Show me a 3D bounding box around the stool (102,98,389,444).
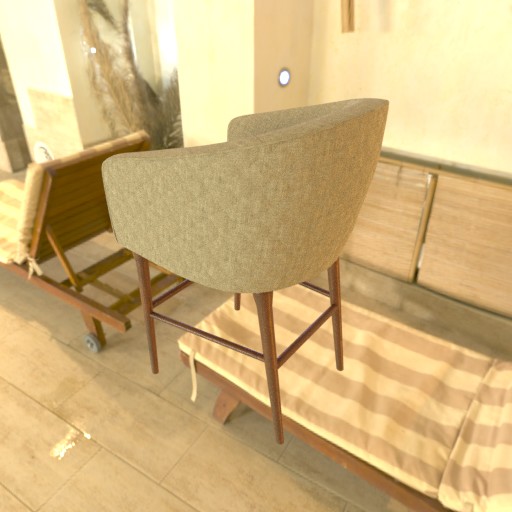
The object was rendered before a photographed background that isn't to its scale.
[{"bbox_3d":[0.000,0.000,1.336,0.635,0.952,0.559,22,38,32],"label":"stool"}]
